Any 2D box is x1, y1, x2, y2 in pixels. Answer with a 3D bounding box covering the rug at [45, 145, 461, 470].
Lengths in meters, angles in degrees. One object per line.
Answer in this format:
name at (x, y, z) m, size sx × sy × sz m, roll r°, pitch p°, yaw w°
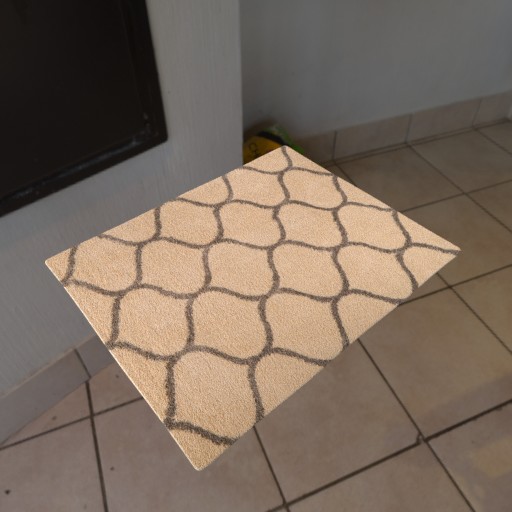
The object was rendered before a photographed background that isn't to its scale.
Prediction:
rug at (0.000, 0.000, 4.060) m, size 3.000 × 0.026 × 2.399 m, roll -32°, pitch 53°, yaw -27°
